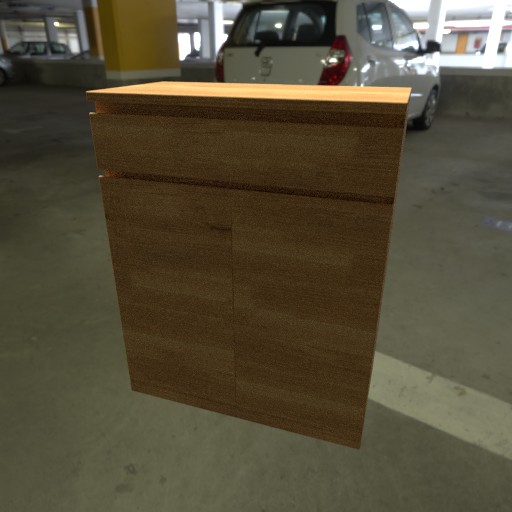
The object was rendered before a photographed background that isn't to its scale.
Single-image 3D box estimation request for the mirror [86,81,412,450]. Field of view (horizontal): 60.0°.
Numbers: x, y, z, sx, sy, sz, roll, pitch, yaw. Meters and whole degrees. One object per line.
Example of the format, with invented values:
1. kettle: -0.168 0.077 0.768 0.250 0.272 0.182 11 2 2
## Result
1. mirror: 0.000 0.000 1.418 0.800 1.000 0.400 8 26 17
